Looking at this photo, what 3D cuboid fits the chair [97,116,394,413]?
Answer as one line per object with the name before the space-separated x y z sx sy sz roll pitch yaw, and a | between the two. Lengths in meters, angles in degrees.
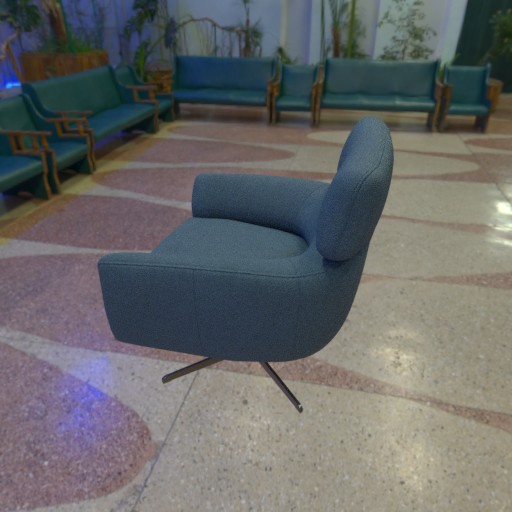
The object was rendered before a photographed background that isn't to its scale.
chair | 0.000 0.000 1.438 0.761 0.813 0.738 8 30 13
